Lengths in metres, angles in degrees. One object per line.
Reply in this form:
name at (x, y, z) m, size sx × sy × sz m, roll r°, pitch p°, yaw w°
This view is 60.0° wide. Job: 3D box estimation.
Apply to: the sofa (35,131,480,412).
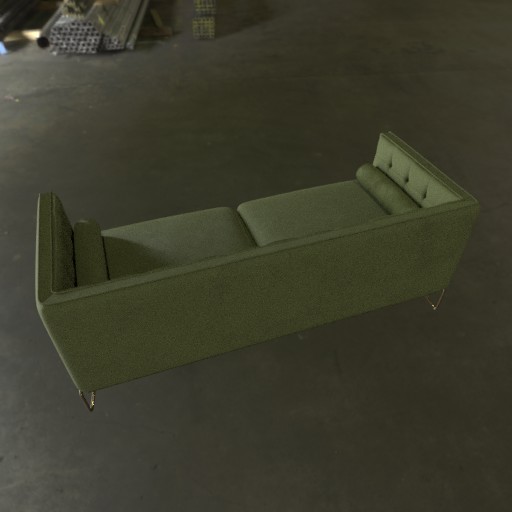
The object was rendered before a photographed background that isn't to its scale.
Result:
sofa at (0.000, 0.000, 2.461) m, size 2.087 × 0.789 × 0.867 m, roll -13°, pitch 44°, yaw -14°
